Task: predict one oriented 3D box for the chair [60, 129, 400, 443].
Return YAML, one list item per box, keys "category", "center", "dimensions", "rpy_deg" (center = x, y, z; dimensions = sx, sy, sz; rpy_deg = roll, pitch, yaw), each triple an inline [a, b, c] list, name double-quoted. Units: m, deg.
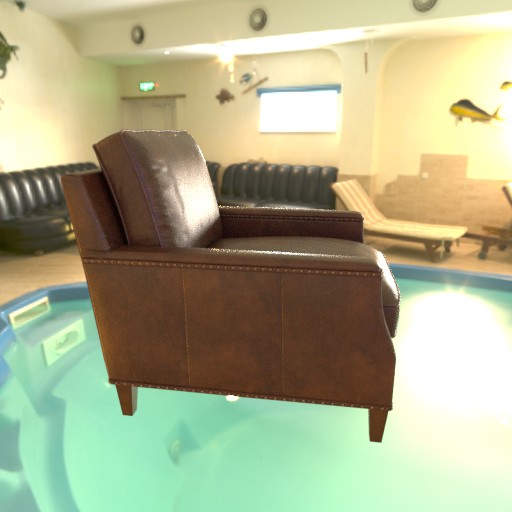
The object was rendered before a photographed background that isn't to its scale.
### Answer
- category: "chair"
  center: [0.000, 0.000, 1.687]
  dimensions: [1.014, 0.929, 0.853]
  rpy_deg: [3, 16, 9]
